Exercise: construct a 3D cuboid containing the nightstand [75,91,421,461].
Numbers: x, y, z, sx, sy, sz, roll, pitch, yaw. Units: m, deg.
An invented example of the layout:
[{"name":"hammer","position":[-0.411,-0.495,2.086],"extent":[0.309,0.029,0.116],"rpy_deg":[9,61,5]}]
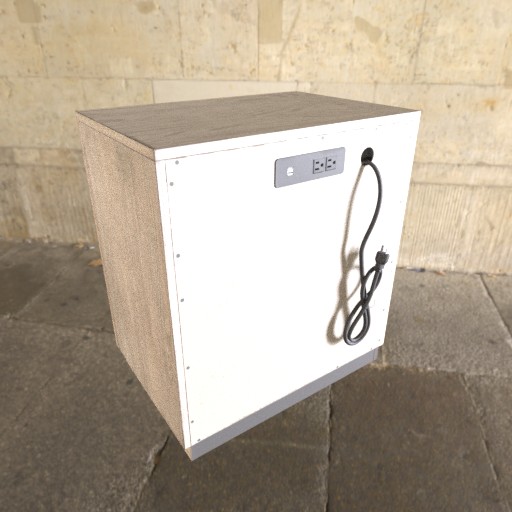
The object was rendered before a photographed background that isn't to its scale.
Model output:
[{"name":"nightstand","position":[0.000,0.000,1.079],"extent":[0.612,0.673,0.483],"rpy_deg":[-17,32,-31]}]
